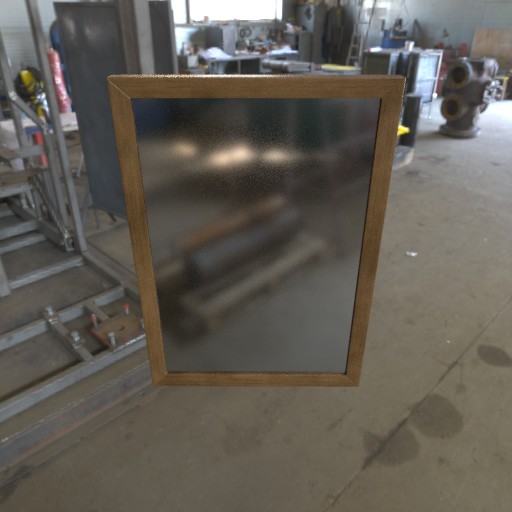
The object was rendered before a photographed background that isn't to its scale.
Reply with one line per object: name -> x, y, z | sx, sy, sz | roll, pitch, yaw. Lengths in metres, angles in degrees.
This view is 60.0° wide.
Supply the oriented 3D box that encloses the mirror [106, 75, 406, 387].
mirror -> 0.000, 0.000, 0.937 | 0.507, 0.710, 0.040 | 0, 29, 0
